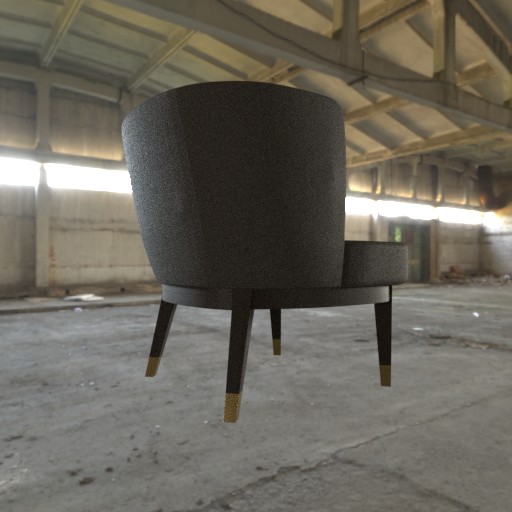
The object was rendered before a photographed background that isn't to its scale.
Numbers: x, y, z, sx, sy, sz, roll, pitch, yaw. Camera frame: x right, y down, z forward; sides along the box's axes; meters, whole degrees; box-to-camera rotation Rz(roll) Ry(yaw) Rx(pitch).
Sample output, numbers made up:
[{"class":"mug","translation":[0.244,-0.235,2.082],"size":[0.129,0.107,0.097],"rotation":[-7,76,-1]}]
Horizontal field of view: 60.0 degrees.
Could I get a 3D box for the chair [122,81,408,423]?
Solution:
[{"class":"chair","translation":[0.000,0.000,1.235],"size":[0.698,0.695,0.639],"rotation":[0,-1,-35]}]
